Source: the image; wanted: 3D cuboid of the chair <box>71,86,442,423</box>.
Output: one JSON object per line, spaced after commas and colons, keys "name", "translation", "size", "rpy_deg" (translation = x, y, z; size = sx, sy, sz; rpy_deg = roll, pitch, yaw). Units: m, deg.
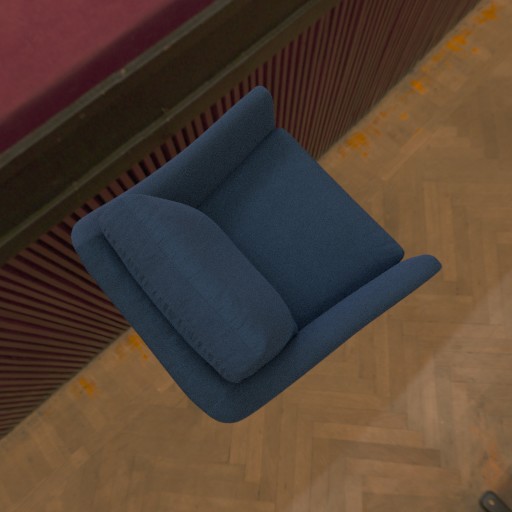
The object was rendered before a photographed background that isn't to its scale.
{"name": "chair", "translation": [0.000, 0.000, 1.718], "size": [0.961, 0.899, 0.987], "rpy_deg": [-40, 79, -9]}
